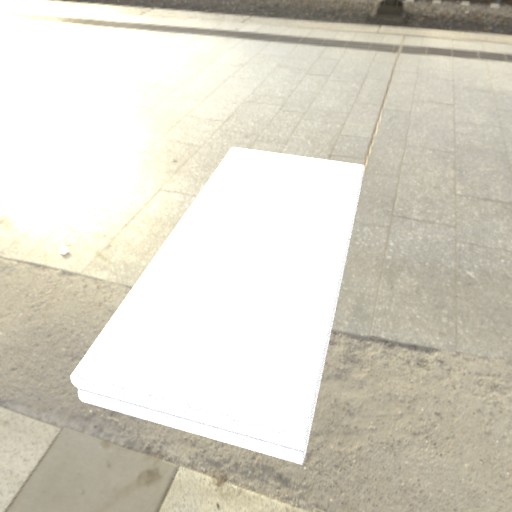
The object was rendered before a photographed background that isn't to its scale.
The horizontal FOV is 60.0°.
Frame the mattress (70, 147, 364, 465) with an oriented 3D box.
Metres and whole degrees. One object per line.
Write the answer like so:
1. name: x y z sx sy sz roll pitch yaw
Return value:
1. mattress: 0.000 0.000 2.294 0.900 0.200 1.900 11 42 12
